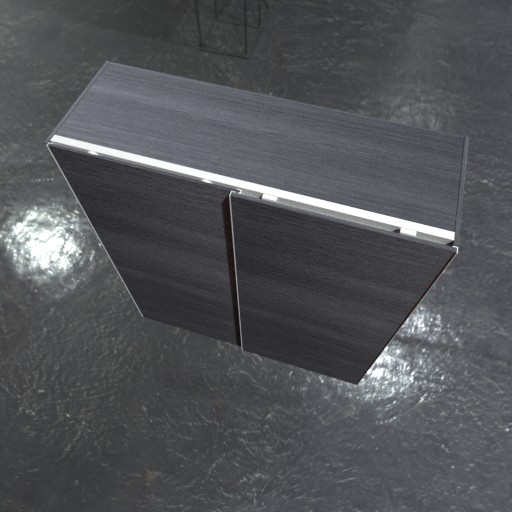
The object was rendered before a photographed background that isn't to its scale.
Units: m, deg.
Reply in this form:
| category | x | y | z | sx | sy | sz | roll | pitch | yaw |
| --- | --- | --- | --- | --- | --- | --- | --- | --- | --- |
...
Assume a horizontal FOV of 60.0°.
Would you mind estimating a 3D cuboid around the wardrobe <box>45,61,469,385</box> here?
| category | x | y | z | sx | sy | sz | roll | pitch | yaw |
| --- | --- | --- | --- | --- | --- | --- | --- | --- | --- |
| wardrobe | 0.000 | 0.000 | 2.784 | 1.780 | 1.960 | 0.629 | 15 | 60 | 9 |
